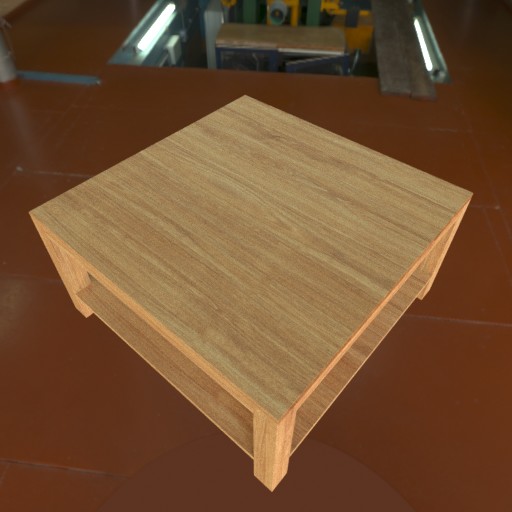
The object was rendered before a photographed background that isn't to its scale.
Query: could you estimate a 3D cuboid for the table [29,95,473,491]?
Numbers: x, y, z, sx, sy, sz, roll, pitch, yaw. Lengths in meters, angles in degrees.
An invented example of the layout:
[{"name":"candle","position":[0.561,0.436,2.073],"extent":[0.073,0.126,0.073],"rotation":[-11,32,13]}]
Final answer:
[{"name":"table","position":[0.000,0.000,1.429],"extent":[0.900,0.450,0.900],"rotation":[33,55,27]}]
